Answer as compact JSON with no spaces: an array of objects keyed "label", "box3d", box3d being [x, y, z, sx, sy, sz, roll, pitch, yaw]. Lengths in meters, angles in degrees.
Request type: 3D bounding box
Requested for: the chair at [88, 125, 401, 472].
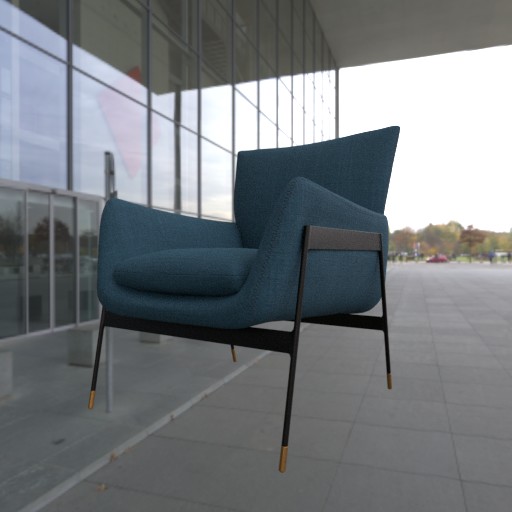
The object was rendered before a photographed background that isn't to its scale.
[{"label":"chair","box3d":[0.000,0.000,1.357,0.678,0.859,0.769,0,0,35]}]
